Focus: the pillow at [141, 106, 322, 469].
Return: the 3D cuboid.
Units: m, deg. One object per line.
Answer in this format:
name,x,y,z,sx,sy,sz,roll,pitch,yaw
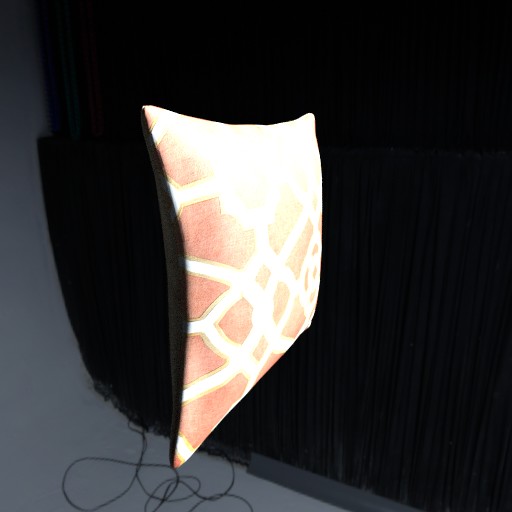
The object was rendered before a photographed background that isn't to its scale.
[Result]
pillow,0.000,0.000,0.814,0.166,0.508,0.552,8,19,26
